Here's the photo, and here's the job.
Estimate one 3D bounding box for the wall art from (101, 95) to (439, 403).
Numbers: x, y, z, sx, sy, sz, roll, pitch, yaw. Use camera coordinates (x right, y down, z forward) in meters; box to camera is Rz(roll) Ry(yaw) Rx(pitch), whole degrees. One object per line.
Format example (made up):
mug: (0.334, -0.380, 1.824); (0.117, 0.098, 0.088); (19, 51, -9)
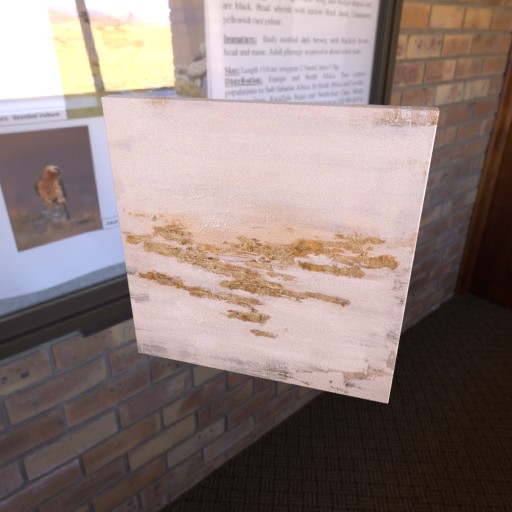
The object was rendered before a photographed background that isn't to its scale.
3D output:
wall art: (0.000, 0.000, 0.925); (0.611, 0.613, 0.040); (8, 27, 15)
